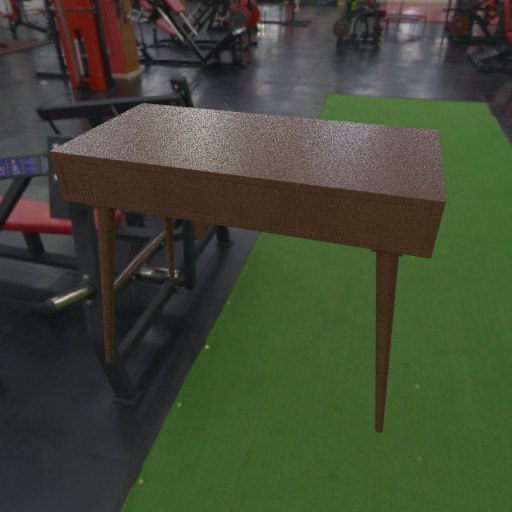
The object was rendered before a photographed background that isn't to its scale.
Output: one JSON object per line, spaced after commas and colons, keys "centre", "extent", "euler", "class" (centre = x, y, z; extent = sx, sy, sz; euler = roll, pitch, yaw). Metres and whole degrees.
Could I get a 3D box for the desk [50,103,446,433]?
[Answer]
{"centre": [0.000, 0.000, 1.409], "extent": [0.949, 0.758, 0.510], "euler": [10, 35, 14], "class": "desk"}
